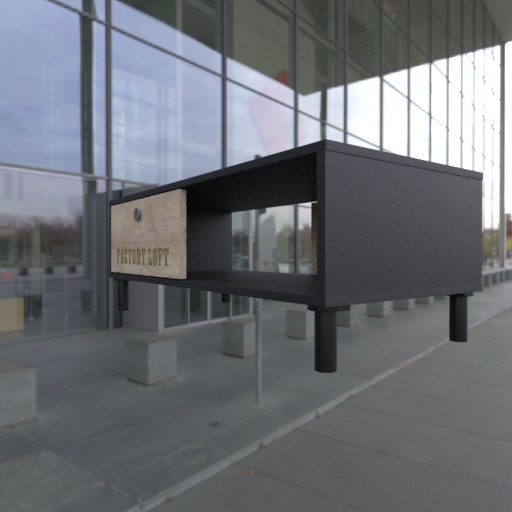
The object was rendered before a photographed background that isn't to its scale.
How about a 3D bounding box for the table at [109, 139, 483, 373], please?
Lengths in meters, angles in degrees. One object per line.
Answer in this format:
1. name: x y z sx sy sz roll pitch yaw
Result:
1. table: 0.000 0.000 1.338 0.550 0.400 1.100 0 1 -36
